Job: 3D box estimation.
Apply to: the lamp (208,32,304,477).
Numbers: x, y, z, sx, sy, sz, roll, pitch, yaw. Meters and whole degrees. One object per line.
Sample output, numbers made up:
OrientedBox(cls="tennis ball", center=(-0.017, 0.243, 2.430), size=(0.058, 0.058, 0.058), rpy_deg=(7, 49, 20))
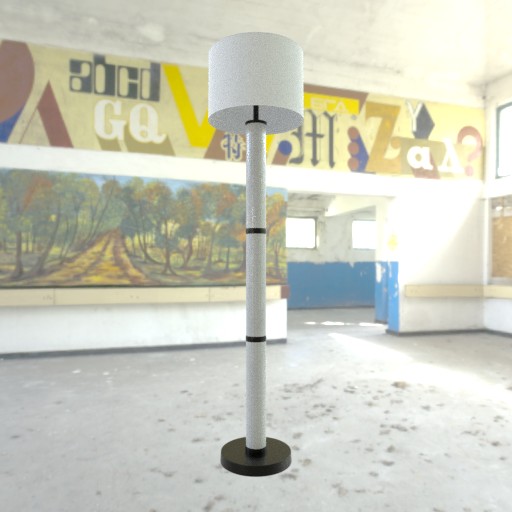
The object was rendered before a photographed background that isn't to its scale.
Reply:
OrientedBox(cls="lamp", center=(0.000, 0.000, 1.751), size=(0.377, 1.599, 0.377), rpy_deg=(0, -1, -17))
